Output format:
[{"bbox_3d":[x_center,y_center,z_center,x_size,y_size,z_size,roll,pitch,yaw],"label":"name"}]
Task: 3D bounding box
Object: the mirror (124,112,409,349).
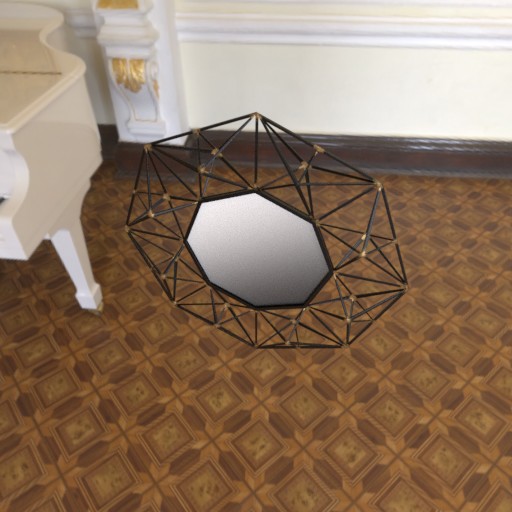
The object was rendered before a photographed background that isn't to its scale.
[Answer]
[{"bbox_3d":[0.000,0.000,1.061,0.710,0.710,0.094,12,42,13],"label":"mirror"}]
